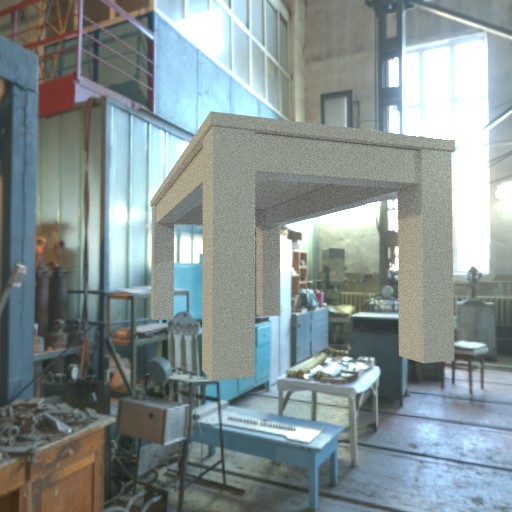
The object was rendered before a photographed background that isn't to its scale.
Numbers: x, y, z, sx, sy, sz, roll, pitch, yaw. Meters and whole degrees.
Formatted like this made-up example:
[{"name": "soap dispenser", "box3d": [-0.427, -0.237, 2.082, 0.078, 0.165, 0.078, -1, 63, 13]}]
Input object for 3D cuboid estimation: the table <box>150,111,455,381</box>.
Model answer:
[{"name": "table", "box3d": [0.000, 0.000, 2.286, 0.900, 0.790, 1.800, 1, -2, -19]}]
